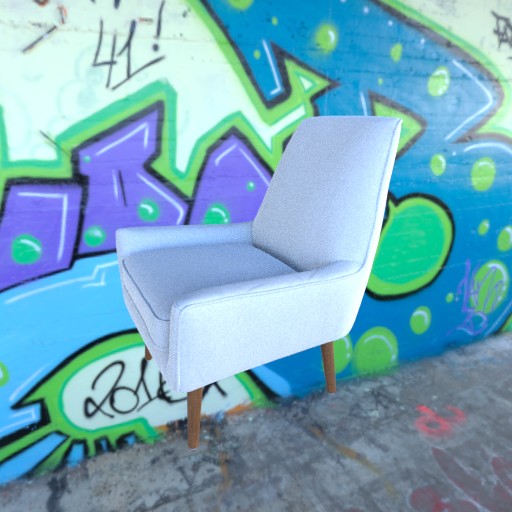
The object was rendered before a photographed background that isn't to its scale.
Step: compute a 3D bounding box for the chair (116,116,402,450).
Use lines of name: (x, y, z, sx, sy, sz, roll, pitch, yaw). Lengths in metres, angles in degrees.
chair: (0.000, 0.000, 1.472, 0.822, 0.888, 0.787, -8, 19, -25)
